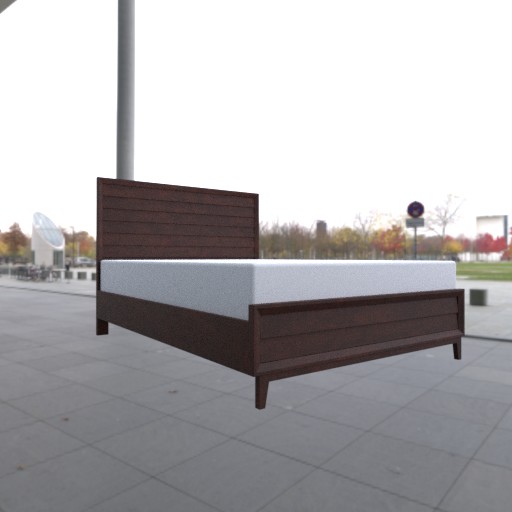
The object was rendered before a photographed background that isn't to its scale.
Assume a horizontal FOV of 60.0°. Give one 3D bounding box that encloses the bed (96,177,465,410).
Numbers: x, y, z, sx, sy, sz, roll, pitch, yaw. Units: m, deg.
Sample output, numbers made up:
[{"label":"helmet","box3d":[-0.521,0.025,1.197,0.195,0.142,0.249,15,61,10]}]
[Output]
[{"label":"bed","box3d":[0.000,0.000,3.153,1.600,1.270,2.184,0,0,-36]}]
